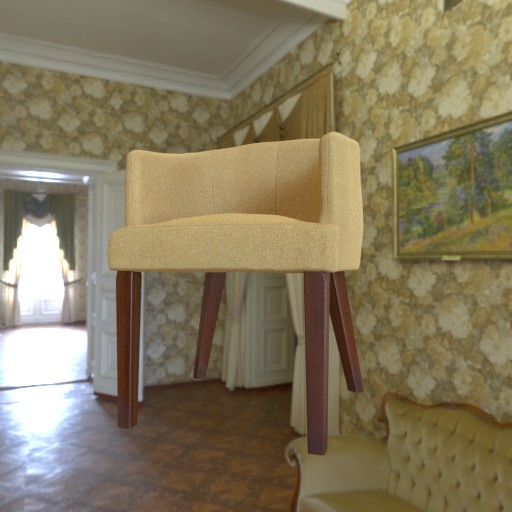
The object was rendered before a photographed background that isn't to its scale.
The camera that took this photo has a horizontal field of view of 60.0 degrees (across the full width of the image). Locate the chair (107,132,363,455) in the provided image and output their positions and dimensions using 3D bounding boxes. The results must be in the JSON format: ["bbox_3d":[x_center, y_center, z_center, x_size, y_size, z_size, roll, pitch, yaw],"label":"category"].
[{"bbox_3d":[0.000,0.000,1.246,0.583,0.811,0.655,0,-2,18],"label":"chair"}]
